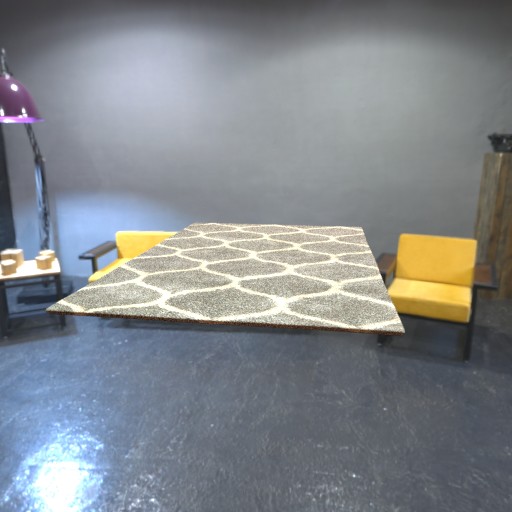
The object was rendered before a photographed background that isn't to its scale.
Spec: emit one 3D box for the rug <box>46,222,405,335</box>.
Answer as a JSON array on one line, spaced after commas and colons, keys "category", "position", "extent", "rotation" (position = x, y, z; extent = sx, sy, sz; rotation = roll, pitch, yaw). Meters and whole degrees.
[{"category": "rug", "position": [0.000, 0.000, 3.442], "extent": [1.801, 0.026, 2.701], "rotation": [2, 14, 9]}]
